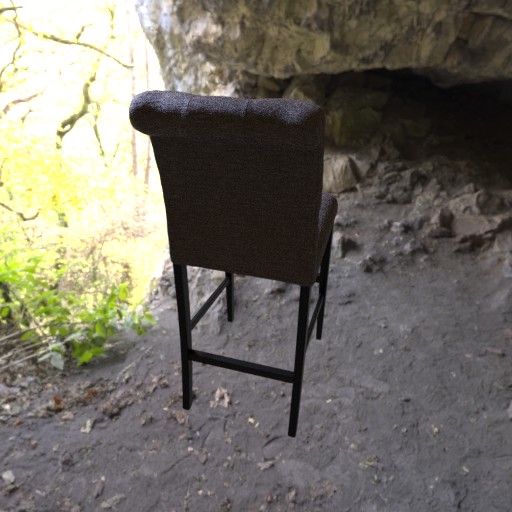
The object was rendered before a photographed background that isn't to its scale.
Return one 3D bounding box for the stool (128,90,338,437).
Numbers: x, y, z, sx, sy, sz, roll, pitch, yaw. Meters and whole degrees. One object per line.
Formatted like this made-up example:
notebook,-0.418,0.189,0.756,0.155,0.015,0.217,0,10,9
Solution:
stool,0.000,0.000,1.470,0.452,1.131,0.613,9,34,14
